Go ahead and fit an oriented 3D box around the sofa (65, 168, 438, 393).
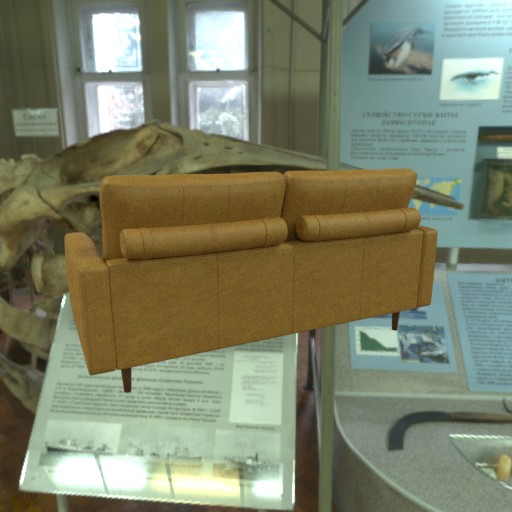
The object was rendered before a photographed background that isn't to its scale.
[{"bbox_3d":[0.000,0.000,2.333,1.821,0.898,0.850,-7,15,-26],"label":"sofa"}]
